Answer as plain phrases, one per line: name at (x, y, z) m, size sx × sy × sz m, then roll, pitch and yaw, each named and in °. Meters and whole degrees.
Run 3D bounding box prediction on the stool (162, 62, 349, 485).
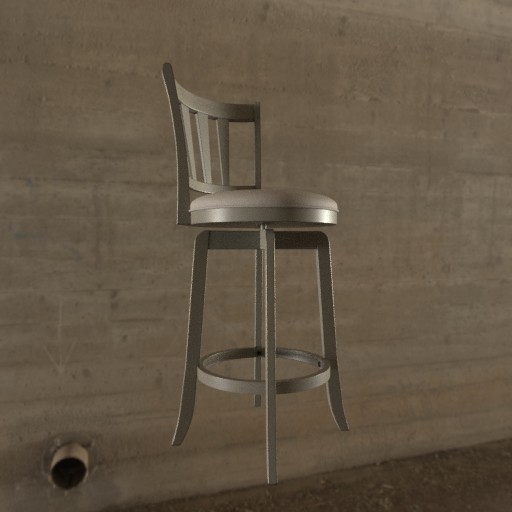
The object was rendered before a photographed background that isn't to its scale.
stool at (0.000, 0.000, 1.281) m, size 0.475 × 1.042 × 0.436 m, roll 1°, pitch 2°, yaw 37°
